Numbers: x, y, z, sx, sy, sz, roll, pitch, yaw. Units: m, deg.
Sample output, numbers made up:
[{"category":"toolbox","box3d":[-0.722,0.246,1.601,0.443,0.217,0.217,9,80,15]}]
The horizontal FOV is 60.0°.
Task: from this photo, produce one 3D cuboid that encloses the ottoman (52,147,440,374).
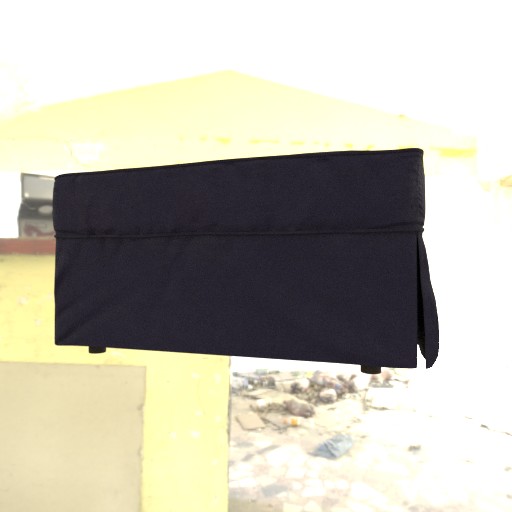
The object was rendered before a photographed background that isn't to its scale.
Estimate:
[{"category":"ottoman","box3d":[0.000,0.000,1.279,0.938,0.503,0.637,0,-1,18]}]
